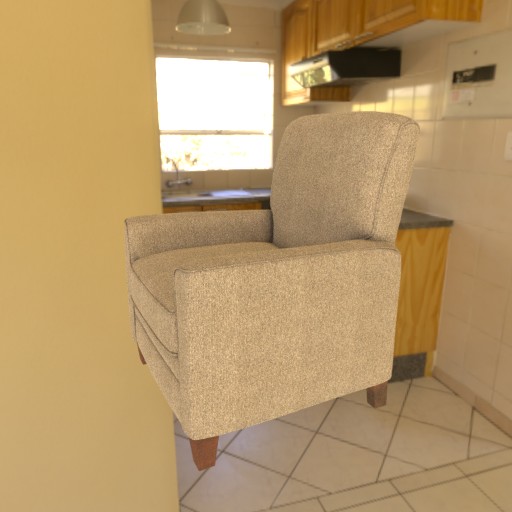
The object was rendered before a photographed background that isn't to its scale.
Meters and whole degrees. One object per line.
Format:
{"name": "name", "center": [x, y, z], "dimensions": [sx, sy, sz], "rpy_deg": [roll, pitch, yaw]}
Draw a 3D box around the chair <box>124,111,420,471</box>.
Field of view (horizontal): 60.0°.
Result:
{"name": "chair", "center": [0.000, 0.000, 1.645], "dimensions": [0.858, 1.028, 0.841], "rpy_deg": [-8, 17, -26]}
